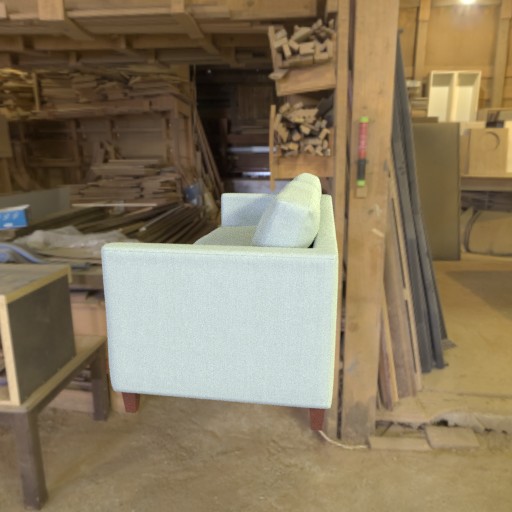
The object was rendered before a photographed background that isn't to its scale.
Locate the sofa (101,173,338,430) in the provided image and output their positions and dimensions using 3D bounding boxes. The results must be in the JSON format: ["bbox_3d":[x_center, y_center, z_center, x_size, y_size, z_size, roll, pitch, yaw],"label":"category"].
[{"bbox_3d":[0.000,0.000,2.771,0.951,0.965,2.208,2,14,8],"label":"sofa"}]
